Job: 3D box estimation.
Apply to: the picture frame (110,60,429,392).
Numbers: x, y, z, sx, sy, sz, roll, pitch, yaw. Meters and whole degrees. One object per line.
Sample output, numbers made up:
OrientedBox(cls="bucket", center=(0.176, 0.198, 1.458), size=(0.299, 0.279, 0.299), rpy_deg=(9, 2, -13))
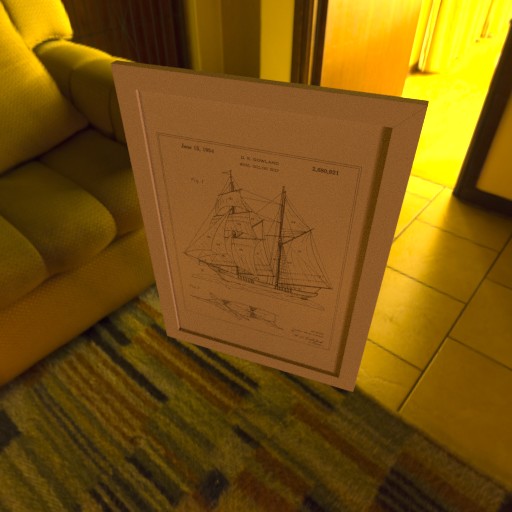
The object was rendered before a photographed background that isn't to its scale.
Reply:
OrientedBox(cls="picture frame", center=(0.000, 0.000, 0.586), size=(0.326, 0.459, 0.011), rpy_deg=(13, 43, 15))
